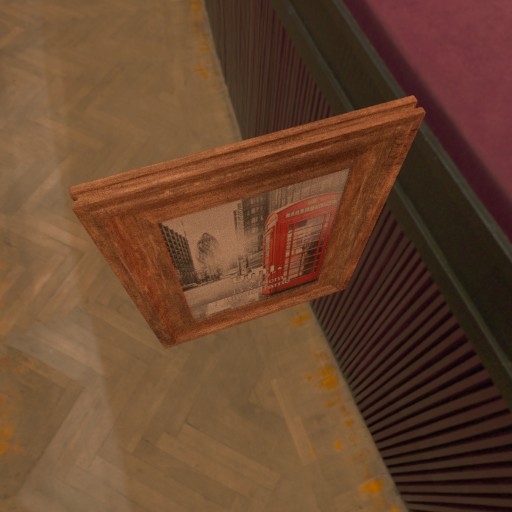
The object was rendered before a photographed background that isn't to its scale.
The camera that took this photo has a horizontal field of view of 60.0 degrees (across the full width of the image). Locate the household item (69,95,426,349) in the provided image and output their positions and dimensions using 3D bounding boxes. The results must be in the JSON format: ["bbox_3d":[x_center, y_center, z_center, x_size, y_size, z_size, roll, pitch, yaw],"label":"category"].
[{"bbox_3d":[0.000,0.000,0.328,0.186,0.237,0.018,-17,64,-9],"label":"household item"}]
